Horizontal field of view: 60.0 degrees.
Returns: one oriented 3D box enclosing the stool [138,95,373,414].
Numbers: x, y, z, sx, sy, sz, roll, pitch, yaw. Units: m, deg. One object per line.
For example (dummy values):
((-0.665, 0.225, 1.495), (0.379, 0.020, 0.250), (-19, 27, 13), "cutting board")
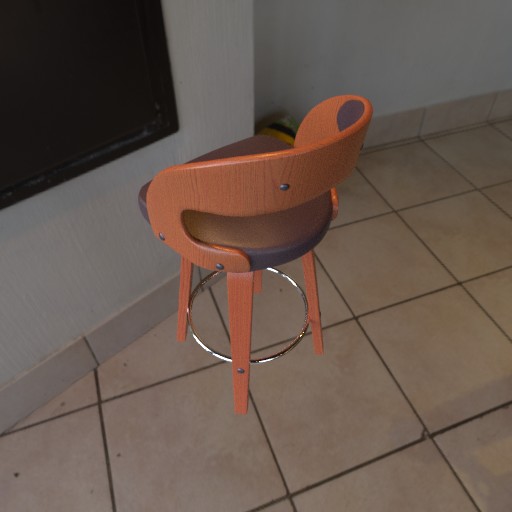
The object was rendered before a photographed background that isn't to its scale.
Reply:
((0.000, 0.000, 1.183), (0.457, 0.940, 0.457), (-30, 54, -26), "stool")
